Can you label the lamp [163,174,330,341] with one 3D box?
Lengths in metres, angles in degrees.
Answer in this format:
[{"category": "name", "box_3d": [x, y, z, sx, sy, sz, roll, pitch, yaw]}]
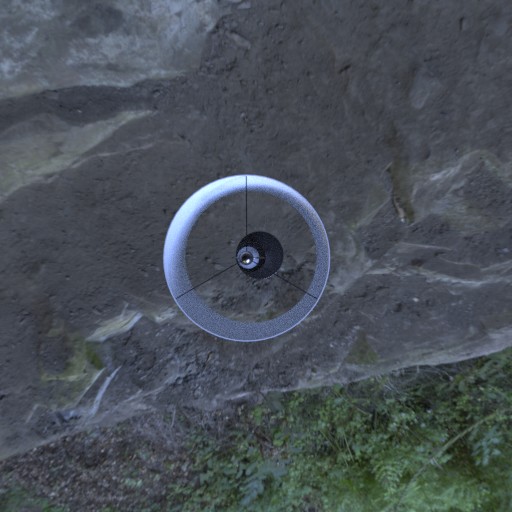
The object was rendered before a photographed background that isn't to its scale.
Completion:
[{"category": "lamp", "box_3d": [0.000, 0.000, 1.786, 0.377, 1.599, 0.377, 0, 90, 2]}]
